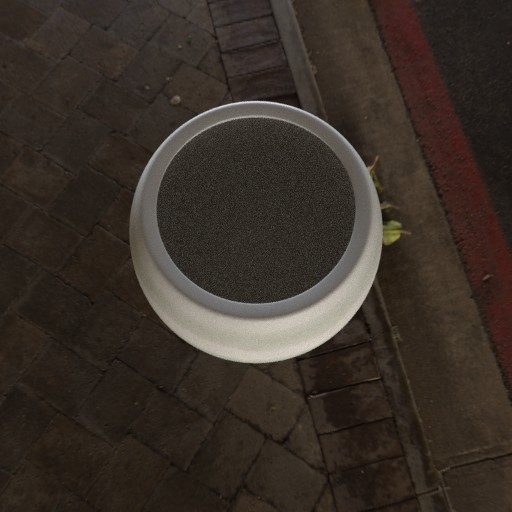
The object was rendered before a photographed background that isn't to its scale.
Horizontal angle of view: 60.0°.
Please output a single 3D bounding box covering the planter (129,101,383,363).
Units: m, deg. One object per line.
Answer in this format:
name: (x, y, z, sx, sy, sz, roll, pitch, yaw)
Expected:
planter: (0.000, 0.000, 0.342, 0.161, 0.224, 0.161, 0, 76, 0)
